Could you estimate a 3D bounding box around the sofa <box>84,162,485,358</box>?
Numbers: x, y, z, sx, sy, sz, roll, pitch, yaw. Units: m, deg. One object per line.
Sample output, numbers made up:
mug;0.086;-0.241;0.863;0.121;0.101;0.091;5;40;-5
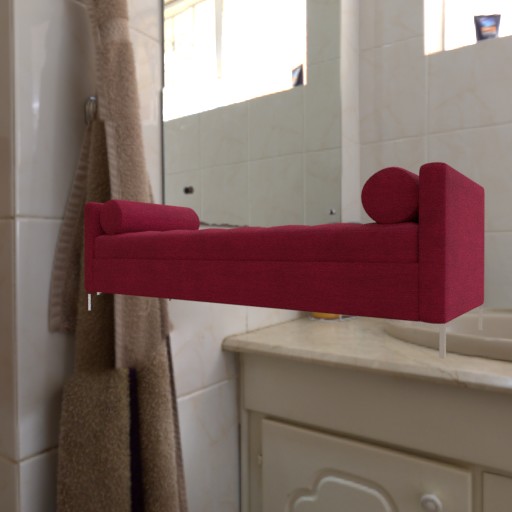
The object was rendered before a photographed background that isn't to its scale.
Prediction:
sofa;0.000;0.000;2.247;1.981;0.635;0.686;0;1;37
